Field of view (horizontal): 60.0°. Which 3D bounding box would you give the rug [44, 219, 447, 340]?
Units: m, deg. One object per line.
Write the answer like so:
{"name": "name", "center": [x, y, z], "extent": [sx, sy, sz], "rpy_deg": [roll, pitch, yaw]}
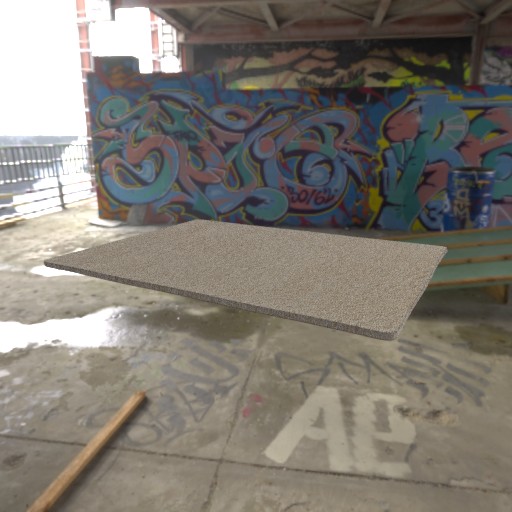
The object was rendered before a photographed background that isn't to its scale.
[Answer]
{"name": "rug", "center": [0.000, 0.000, 2.163], "extent": [1.600, 0.027, 1.200], "rpy_deg": [8, 17, 28]}
